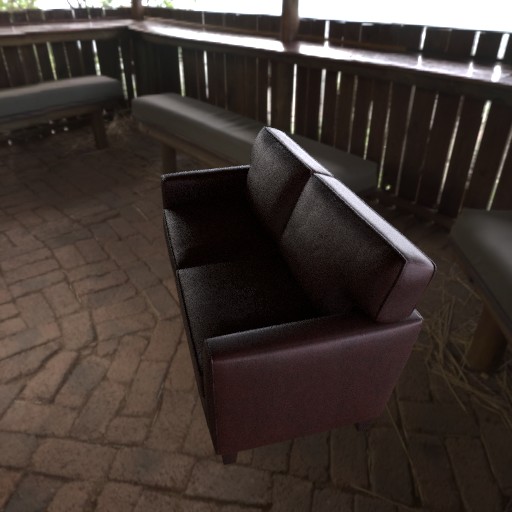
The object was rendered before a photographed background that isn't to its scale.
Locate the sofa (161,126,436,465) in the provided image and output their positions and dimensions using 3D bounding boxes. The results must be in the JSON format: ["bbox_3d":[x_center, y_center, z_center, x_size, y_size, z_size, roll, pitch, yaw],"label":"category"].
[{"bbox_3d":[0.000,0.000,2.435,0.912,0.928,1.876,-8,32,-13],"label":"sofa"}]
